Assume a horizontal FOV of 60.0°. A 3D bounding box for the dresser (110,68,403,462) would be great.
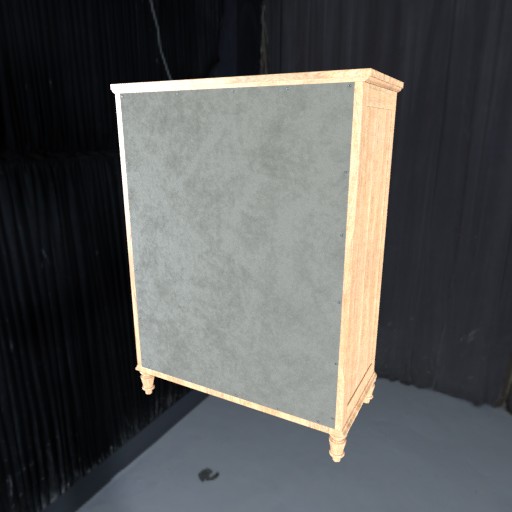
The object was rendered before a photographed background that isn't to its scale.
[{"bbox_3d":[0.000,0.000,1.813,0.973,1.318,0.484,9,18,27],"label":"dresser"}]
